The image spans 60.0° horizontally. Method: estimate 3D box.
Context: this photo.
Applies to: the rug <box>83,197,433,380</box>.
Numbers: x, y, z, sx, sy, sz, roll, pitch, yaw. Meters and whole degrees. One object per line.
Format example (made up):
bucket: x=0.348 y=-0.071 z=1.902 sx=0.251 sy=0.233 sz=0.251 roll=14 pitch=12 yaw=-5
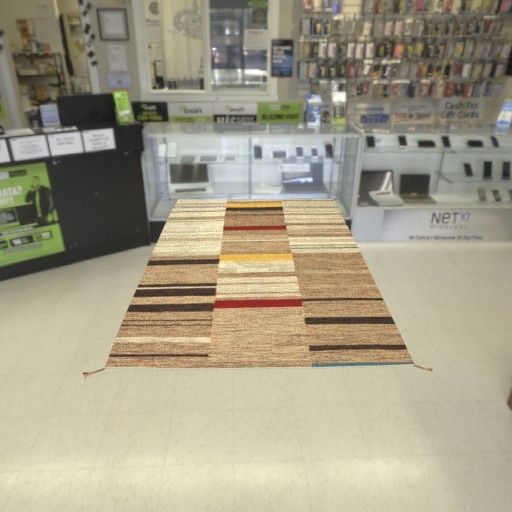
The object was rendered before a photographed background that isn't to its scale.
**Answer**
rug: x=0.000 y=0.000 z=2.420 sx=1.268 sy=0.007 sz=1.918 roll=0 pitch=27 yaw=0
